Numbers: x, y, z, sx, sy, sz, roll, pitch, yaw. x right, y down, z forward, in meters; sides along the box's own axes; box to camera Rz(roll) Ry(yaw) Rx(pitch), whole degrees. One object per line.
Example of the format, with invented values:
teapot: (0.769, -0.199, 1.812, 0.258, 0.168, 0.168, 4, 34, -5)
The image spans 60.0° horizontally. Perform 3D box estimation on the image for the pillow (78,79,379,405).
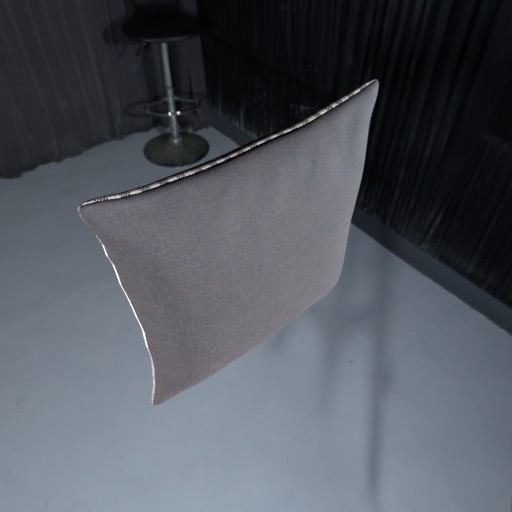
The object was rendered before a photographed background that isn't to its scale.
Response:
pillow: (0.000, 0.000, 0.792, 0.523, 0.506, 0.166, -31, 53, -26)
